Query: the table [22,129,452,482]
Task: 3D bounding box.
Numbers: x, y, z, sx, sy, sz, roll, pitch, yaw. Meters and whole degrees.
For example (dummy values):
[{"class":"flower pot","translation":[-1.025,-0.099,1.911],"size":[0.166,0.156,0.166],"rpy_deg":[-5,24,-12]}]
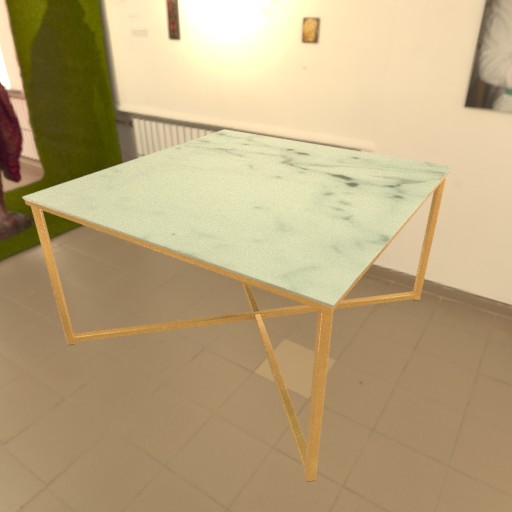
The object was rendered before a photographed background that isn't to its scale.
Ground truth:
[{"class":"table","translation":[0.000,0.000,1.258],"size":[0.800,0.450,0.800],"rpy_deg":[18,34,29]}]
